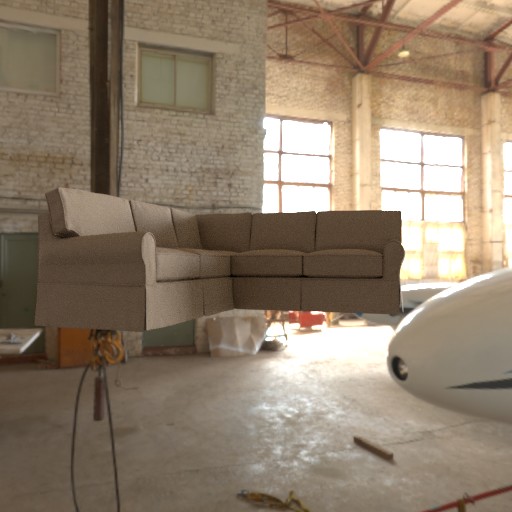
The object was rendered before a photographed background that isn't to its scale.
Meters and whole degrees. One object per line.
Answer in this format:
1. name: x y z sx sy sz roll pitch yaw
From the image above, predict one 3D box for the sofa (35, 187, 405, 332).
1. sofa: 0.000 0.000 4.268 2.733 1.124 2.730 0 -1 18
